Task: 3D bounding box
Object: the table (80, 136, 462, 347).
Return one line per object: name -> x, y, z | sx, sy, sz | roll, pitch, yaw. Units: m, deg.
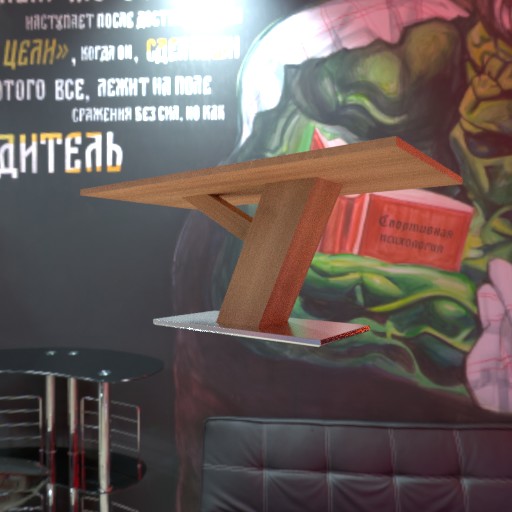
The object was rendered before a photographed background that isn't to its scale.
table -> 0.000, 0.000, 2.306 | 1.800, 0.750, 0.900 | 0, 0, 37
